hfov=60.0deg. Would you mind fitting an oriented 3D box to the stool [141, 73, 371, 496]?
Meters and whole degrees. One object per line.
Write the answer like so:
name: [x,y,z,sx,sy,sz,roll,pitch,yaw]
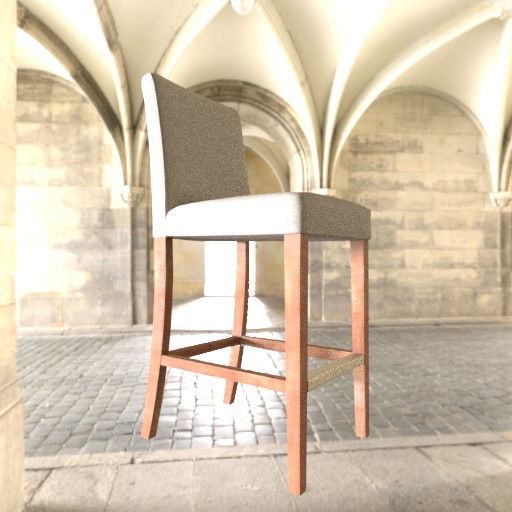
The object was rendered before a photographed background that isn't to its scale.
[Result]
stool: [0.000,0.000,1.334,0.570,1.088,0.439,0,0,35]
